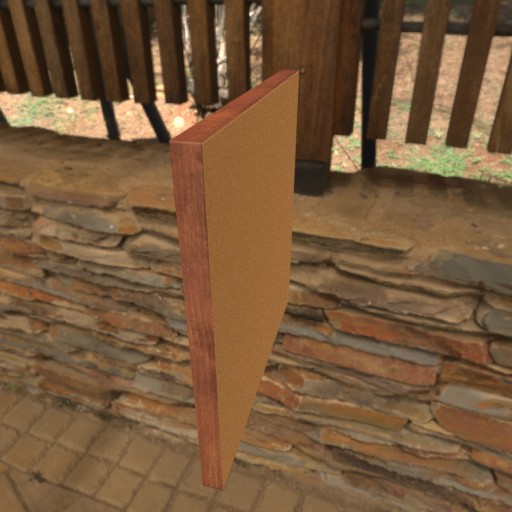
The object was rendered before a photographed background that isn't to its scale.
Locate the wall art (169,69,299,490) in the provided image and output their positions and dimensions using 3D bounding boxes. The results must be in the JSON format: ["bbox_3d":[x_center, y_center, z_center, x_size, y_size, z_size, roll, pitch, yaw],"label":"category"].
[{"bbox_3d":[0.000,0.000,0.818,0.037,0.572,0.554,8,31,13],"label":"wall art"}]
